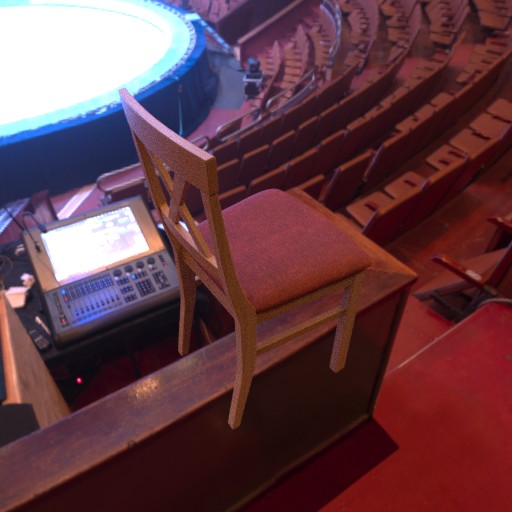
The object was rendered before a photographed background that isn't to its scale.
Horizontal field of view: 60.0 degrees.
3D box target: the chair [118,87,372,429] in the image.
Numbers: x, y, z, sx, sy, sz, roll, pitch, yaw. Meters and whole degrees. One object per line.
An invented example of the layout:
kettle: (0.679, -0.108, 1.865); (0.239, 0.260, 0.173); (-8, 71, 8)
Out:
chair: (0.000, 0.000, 1.222); (0.492, 0.912, 0.439); (-25, 47, -26)
